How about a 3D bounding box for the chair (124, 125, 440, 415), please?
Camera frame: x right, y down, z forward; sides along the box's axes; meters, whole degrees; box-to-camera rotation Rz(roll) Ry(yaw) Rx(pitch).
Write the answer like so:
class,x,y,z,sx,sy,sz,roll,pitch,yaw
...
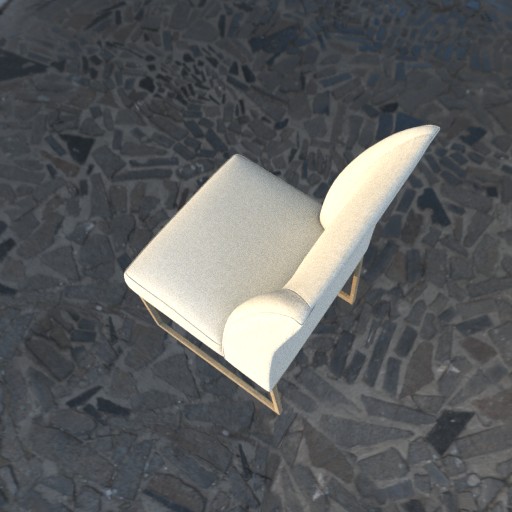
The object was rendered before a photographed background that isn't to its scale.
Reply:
class,x,y,z,sx,sy,sz,roll,pitch,yaw
chair,0.000,0.000,1.168,0.522,0.863,0.508,33,68,15
